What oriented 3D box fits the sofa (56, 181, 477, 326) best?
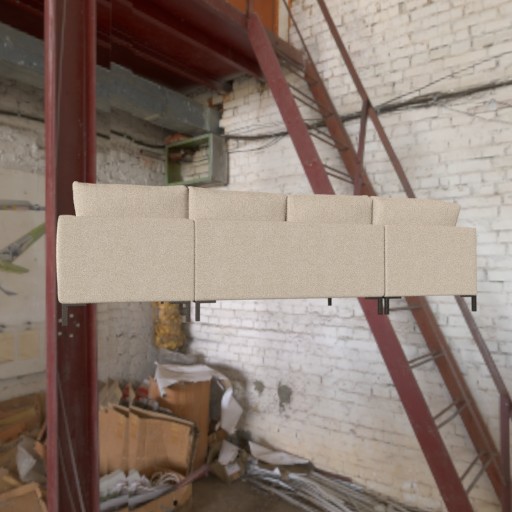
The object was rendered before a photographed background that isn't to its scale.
[{"bbox_3d":[0.000,0.000,3.845,2.984,0.862,1.989,0,-2,-17],"label":"sofa"}]
